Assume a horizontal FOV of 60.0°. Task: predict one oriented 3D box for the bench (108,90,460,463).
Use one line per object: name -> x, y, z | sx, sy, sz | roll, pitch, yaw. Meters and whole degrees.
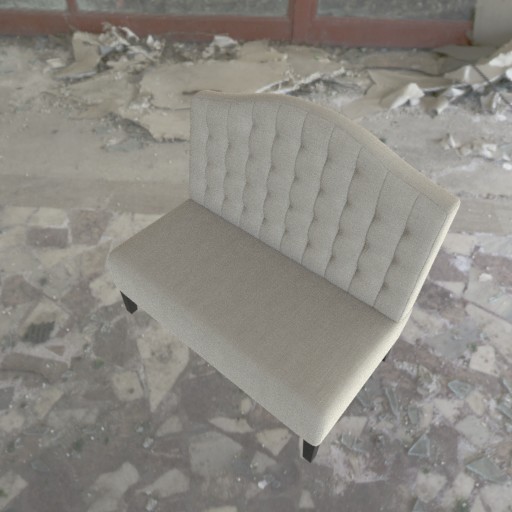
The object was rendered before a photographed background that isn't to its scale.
bench -> 0.000, 0.000, 2.033 | 1.335, 1.180, 0.815 | 32, 55, 26
